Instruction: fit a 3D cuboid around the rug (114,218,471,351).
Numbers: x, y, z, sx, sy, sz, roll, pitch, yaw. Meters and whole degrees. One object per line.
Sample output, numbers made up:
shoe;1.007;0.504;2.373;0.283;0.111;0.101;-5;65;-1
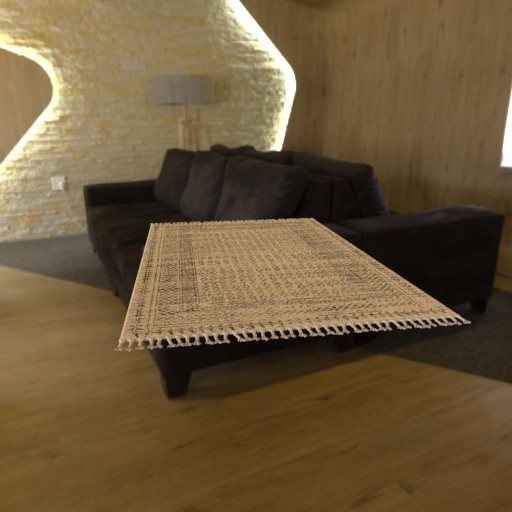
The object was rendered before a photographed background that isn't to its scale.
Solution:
rug;0.000;0.000;3.022;1.548;0.013;2.486;-3;16;-9
